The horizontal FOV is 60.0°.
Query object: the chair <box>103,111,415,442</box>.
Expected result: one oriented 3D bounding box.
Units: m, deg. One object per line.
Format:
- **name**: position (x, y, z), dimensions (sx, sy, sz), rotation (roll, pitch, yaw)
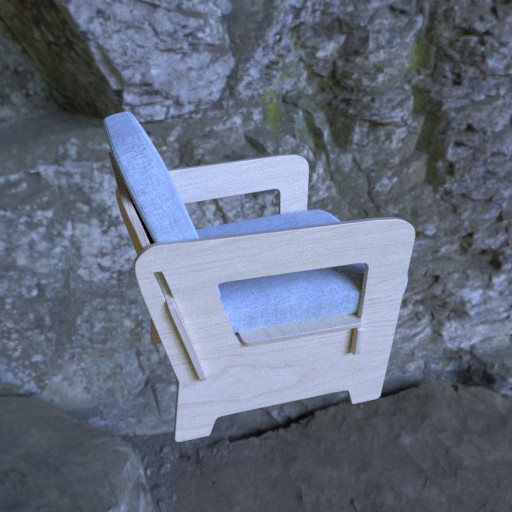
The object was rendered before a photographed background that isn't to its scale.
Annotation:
- **chair**: position (0.000, 0.000, 1.270), dimensions (0.710, 0.800, 0.590), rotation (-10, 30, -18)
